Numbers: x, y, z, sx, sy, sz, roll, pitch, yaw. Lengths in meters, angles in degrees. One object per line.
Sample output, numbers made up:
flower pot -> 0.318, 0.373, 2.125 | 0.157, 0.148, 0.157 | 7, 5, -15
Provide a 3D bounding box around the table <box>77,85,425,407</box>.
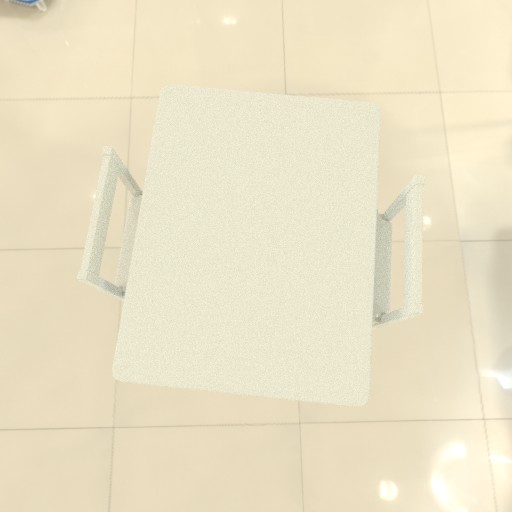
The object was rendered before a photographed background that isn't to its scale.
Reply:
table -> 0.000, 0.000, 1.127 | 0.672, 0.503, 0.650 | 6, 76, 1
